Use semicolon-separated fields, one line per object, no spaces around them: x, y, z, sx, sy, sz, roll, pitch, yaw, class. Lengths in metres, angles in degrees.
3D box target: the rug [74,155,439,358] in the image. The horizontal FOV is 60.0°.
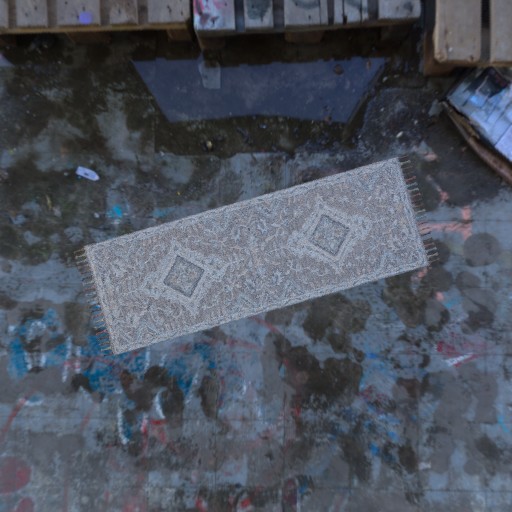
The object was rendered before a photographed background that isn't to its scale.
0.000;0.000;2.878;2.378;0.018;1.324;0;89;1;rug
